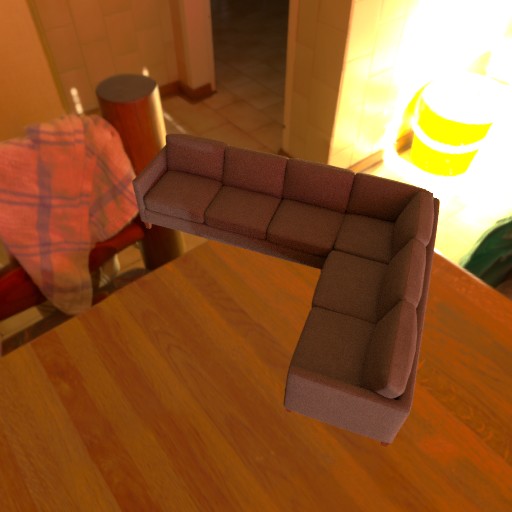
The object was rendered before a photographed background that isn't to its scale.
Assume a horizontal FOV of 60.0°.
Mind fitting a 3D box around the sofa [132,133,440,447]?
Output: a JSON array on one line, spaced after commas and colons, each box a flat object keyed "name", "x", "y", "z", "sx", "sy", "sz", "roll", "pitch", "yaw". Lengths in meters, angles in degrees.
[{"name": "sofa", "x": 0.000, "y": 0.000, "z": 4.502, "sx": 3.302, "sy": 0.947, "sz": 2.593, "roll": 15, "pitch": 49, "yaw": 14}]
